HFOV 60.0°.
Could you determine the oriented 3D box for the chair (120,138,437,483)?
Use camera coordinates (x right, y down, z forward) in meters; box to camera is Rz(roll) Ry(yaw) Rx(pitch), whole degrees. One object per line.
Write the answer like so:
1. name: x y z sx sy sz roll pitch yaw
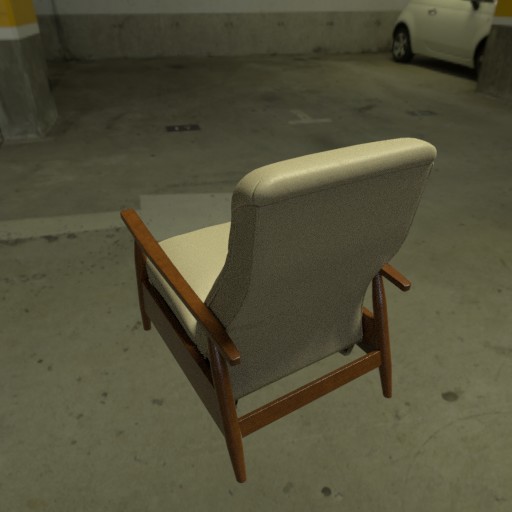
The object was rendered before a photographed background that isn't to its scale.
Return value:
1. chair: 0.000 0.000 1.752 0.762 1.082 1.014 -17 35 -27
